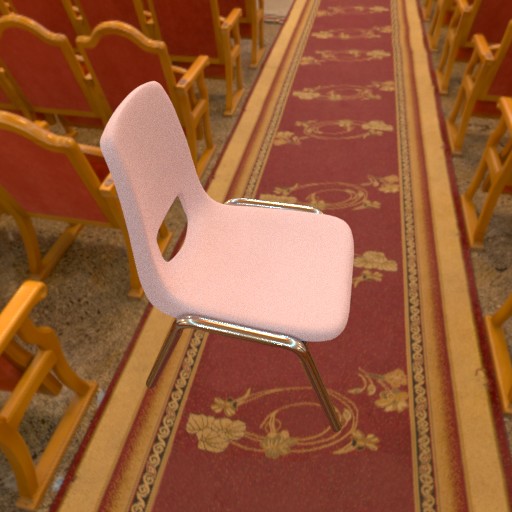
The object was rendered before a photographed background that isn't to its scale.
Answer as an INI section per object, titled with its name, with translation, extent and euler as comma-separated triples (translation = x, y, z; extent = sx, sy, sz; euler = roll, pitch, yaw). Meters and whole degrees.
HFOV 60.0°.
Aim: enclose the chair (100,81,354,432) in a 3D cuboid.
[chair]
translation = 0.000, 0.000, 0.832
extent = 0.423, 0.586, 0.354
euler = 9, 47, 8
